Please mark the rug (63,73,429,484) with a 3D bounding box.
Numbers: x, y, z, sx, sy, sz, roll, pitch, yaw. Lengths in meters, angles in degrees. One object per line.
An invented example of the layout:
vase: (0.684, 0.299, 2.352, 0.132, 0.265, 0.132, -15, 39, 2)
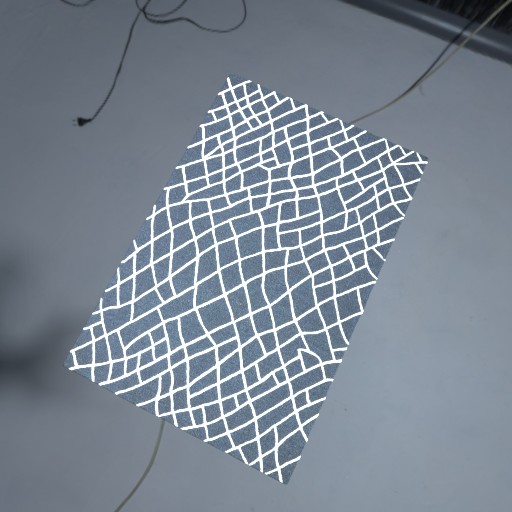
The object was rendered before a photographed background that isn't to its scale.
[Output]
rug: (0.000, 0.000, 2.299, 1.223, 0.013, 1.830, 25, 78, 6)
